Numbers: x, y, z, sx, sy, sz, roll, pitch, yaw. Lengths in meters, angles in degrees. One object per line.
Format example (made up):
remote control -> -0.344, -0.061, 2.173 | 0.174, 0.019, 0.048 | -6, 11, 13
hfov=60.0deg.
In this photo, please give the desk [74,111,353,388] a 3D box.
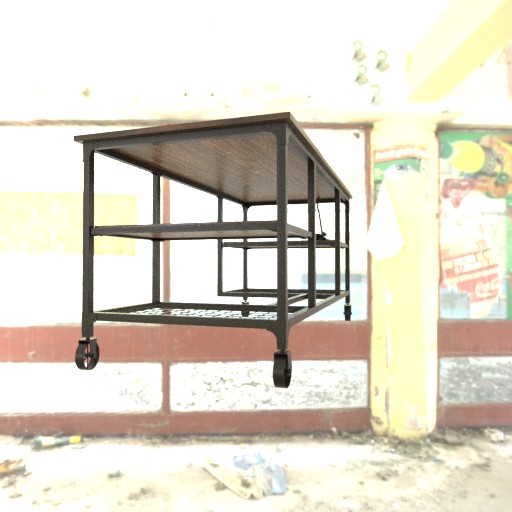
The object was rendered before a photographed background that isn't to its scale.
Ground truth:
desk -> 0.000, 0.000, 2.036 | 0.711, 0.751, 1.590 | 0, -1, 18
